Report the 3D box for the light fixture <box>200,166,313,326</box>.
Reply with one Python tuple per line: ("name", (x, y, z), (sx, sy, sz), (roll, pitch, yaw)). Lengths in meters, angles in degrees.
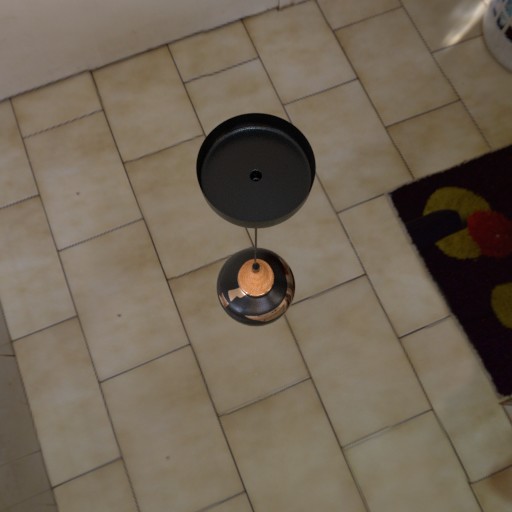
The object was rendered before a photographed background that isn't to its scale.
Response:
("light fixture", (0.000, 0.000, 1.794), (0.430, 1.606, 0.430), (-20, 76, -5))
